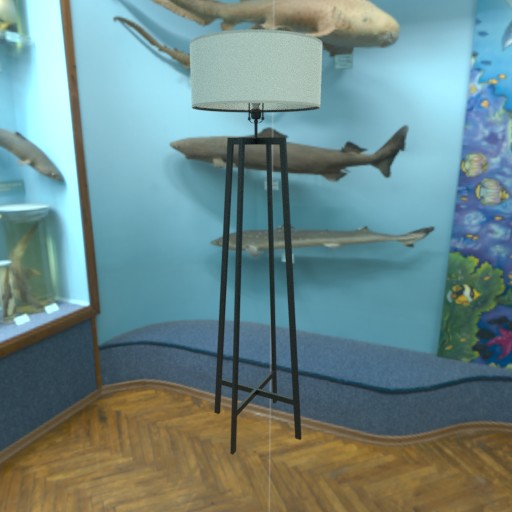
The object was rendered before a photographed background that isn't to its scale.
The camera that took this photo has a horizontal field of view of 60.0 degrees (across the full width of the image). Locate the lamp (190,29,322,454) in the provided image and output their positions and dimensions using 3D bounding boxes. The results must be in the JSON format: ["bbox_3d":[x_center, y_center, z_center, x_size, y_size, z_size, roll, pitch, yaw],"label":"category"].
[{"bbox_3d":[0.000,0.000,1.729,0.457,1.510,0.456,7,16,26],"label":"lamp"}]
